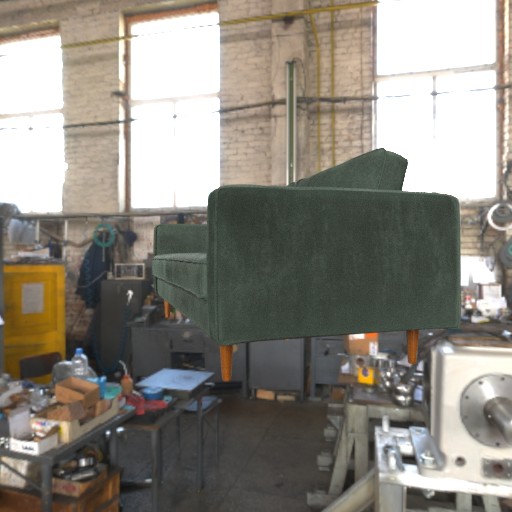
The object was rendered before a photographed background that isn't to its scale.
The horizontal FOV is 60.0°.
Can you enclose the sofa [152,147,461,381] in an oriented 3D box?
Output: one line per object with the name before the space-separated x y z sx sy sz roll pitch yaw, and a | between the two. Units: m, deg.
sofa | 0.000 0.000 2.207 0.886 0.781 1.816 0 0 -18
